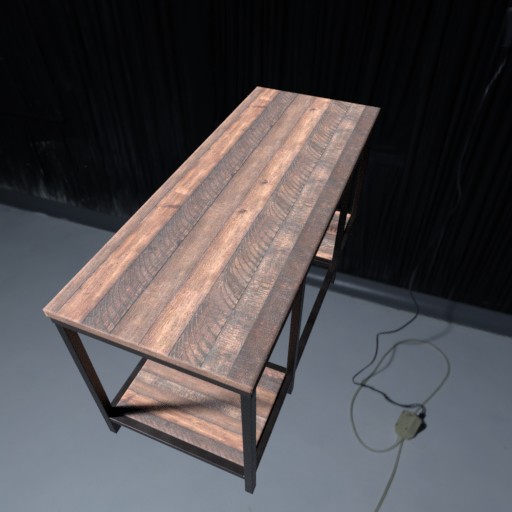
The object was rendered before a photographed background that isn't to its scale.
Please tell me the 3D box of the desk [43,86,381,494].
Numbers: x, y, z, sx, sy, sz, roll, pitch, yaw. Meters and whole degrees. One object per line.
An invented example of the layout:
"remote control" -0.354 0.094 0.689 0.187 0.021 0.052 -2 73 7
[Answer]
"desk" 0.000 0.000 1.889 0.617 0.753 1.538 16 46 16
